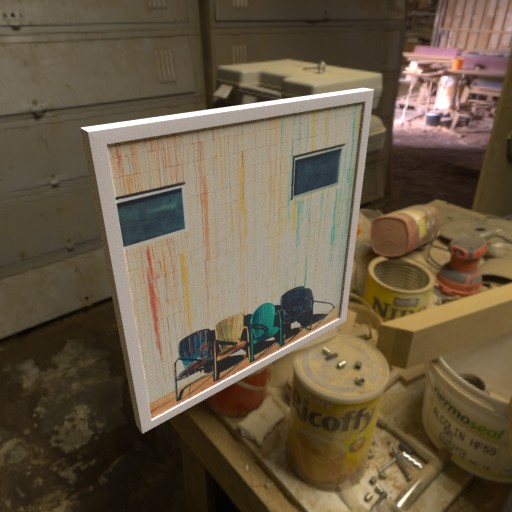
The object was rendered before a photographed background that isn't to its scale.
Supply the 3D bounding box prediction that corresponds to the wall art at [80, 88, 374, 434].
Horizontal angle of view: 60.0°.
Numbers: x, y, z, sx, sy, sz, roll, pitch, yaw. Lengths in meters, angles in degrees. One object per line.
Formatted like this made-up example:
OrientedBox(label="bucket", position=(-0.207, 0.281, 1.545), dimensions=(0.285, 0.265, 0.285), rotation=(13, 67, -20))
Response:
OrientedBox(label="wall art", position=(0.000, 0.000, 1.160), dimensions=(0.760, 0.760, 0.036), rotation=(-21, 35, -33))
